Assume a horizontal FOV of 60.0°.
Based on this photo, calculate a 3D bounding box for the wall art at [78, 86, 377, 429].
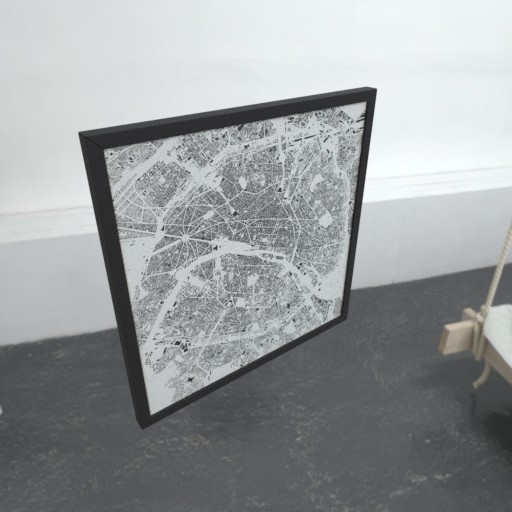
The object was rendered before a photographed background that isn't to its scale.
[{"bbox_3d":[0.000,0.000,1.165,0.763,0.763,0.037,-21,36,-31],"label":"wall art"}]
